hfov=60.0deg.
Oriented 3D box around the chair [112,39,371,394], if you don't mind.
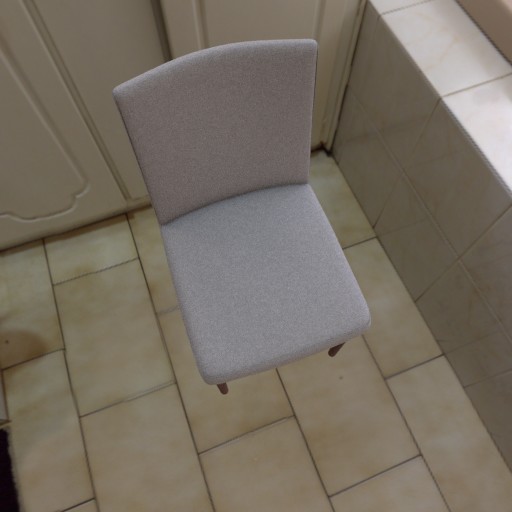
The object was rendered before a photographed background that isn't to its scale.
[{"bbox_3d":[0.000,0.000,1.163,0.456,0.859,0.570,-17,67,-8],"label":"chair"}]
